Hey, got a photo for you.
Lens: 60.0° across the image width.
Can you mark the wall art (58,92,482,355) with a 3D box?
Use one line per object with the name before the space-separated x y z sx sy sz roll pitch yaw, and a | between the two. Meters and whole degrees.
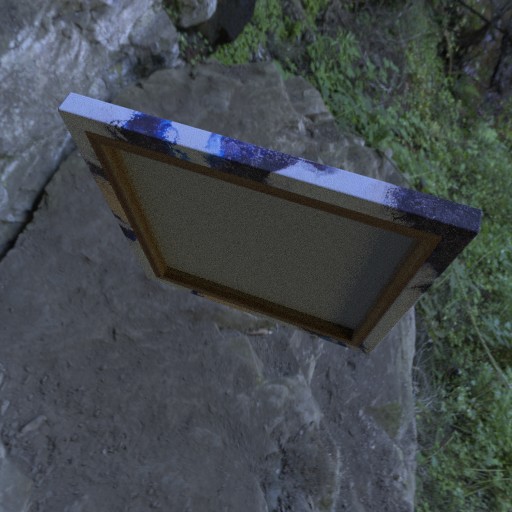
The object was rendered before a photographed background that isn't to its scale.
wall art | 0.000 0.000 0.880 0.609 0.609 0.039 18 65 9
